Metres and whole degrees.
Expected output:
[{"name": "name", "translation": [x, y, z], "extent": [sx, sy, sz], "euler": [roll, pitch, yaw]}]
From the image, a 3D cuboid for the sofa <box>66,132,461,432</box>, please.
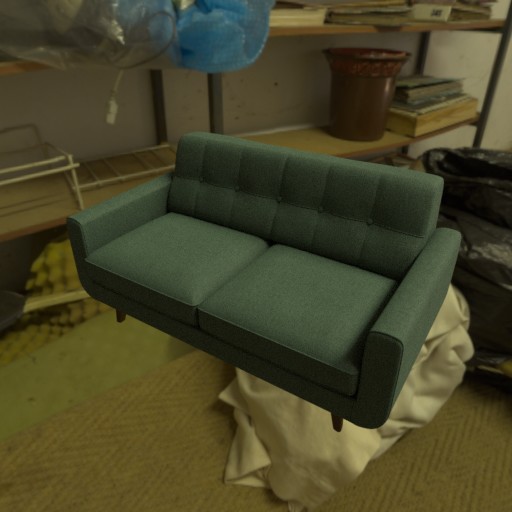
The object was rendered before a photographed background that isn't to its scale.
[{"name": "sofa", "translation": [0.000, 0.000, 2.113], "extent": [1.631, 0.841, 0.909], "euler": [18, 35, 28]}]
